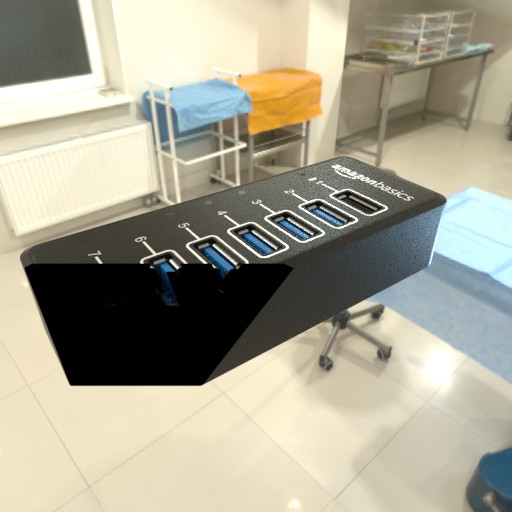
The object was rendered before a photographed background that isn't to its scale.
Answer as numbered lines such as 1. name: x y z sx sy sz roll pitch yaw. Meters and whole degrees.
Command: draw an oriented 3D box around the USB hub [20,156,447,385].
1. USB hub: 0.000 0.000 0.123 0.110 0.023 0.044 -21 39 -29
